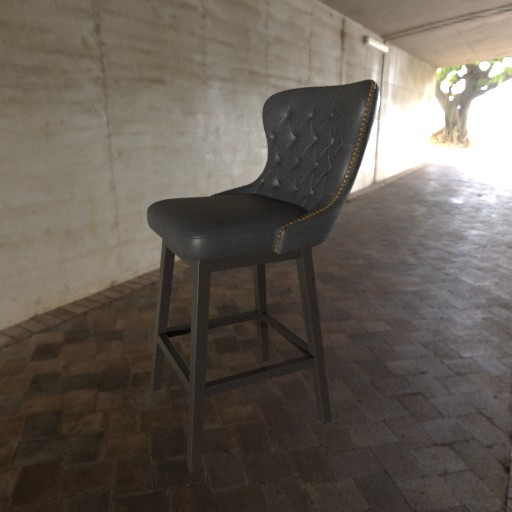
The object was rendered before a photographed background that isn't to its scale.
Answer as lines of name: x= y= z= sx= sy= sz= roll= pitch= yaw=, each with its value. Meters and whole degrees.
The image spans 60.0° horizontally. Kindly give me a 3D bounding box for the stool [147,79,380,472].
stool: x=0.000 y=0.000 z=1.311 sx=0.593 sy=0.971 sz=0.528 roll=-8 pitch=19 yaw=-26
